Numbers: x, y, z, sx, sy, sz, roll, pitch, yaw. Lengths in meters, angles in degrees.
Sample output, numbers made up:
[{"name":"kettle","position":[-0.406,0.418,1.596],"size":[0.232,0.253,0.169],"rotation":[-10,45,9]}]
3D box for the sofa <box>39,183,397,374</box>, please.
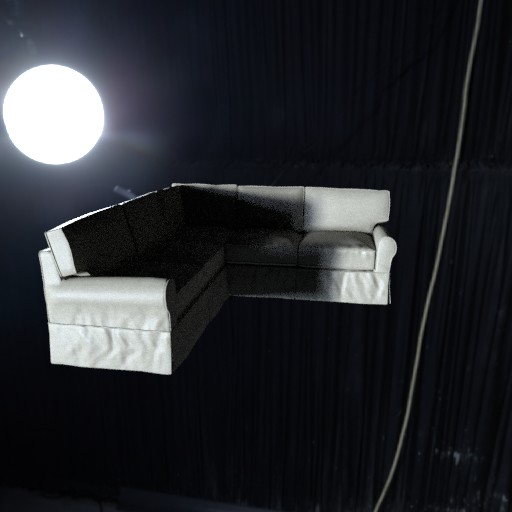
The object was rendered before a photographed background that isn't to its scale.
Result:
[{"name":"sofa","position":[0.000,0.000,4.109],"size":[2.623,1.081,2.618],"rotation":[3,15,9]}]
